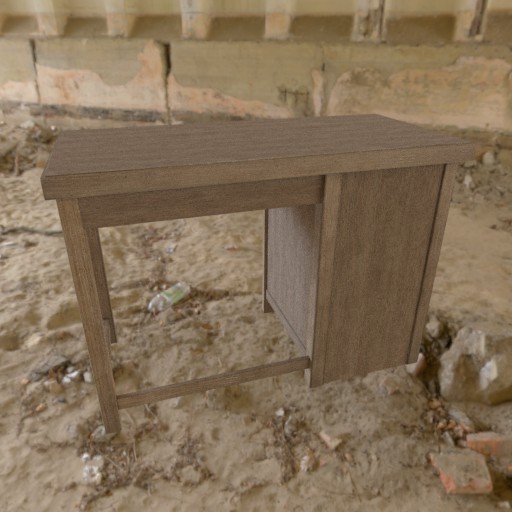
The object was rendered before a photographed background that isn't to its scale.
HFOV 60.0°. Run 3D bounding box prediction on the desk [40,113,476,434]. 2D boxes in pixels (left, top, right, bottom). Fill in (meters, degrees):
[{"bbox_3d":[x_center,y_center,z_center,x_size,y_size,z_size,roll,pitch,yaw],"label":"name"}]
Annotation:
[{"bbox_3d":[0.000,0.000,1.710,1.289,0.912,0.610,-8,28,-15],"label":"desk"}]
